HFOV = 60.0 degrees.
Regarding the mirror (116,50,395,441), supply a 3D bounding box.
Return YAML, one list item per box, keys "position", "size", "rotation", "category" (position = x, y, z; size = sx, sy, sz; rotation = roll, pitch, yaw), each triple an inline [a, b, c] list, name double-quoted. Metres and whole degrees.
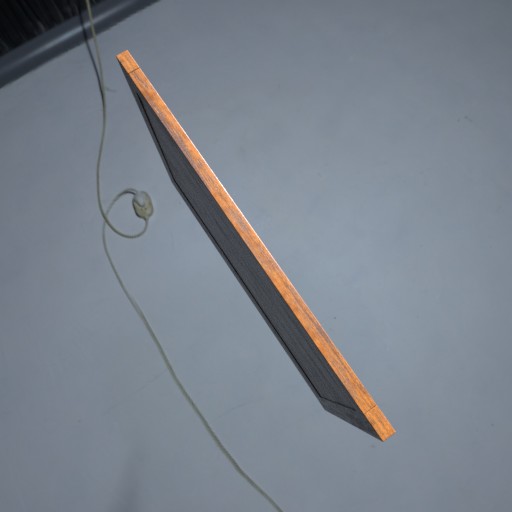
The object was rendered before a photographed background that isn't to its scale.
- position: [0.000, 0.000, 0.961]
  size: [0.084, 0.537, 0.758]
  rotation: [-33, 78, -8]
  category: "mirror"
